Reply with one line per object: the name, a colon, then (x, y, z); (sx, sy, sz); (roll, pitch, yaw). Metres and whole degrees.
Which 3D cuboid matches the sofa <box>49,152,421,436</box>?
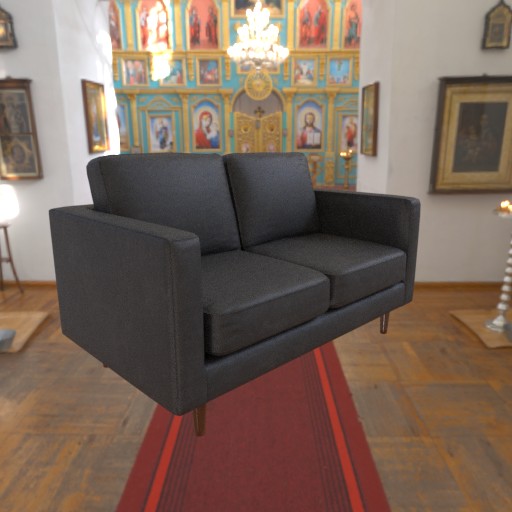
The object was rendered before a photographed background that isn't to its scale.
sofa: (0.000, 0.000, 1.974); (1.430, 0.899, 0.879); (-13, 19, -43)
